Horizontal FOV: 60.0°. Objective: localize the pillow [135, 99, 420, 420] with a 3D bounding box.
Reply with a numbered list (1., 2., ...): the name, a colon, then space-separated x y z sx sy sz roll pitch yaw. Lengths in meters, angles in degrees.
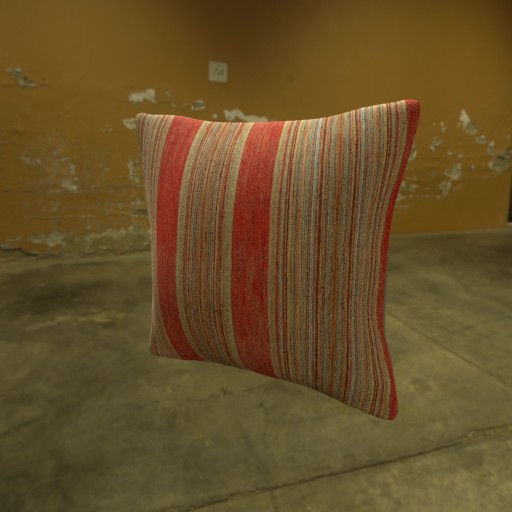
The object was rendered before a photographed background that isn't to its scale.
1. pillow: 0.000 0.000 0.655 0.437 0.419 0.136 7 15 27
